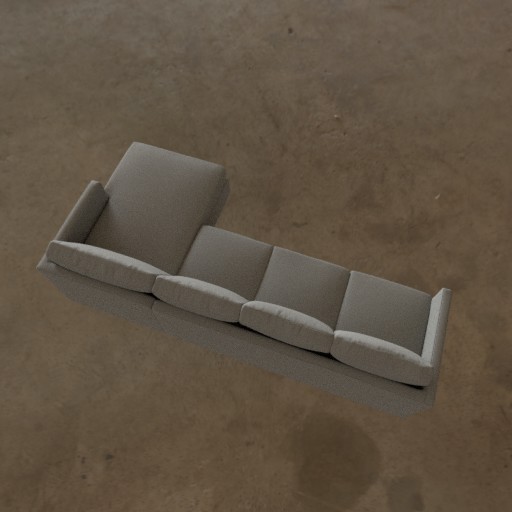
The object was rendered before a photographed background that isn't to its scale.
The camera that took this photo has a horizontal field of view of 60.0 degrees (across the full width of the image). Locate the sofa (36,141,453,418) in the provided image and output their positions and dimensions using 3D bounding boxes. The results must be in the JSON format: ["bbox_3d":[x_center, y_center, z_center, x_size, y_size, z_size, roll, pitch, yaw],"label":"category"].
[{"bbox_3d":[0.000,0.000,3.845,3.177,0.867,1.622,17,65,8],"label":"sofa"}]
